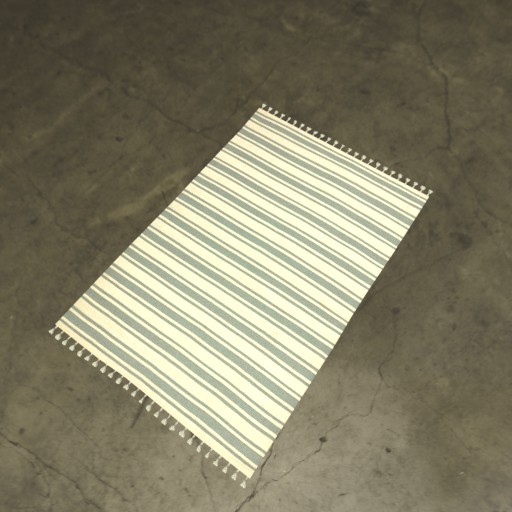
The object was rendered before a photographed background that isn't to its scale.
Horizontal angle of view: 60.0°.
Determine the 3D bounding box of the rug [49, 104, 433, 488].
[{"bbox_3d":[0.000,0.000,3.058,1.539,0.011,2.410,32,68,15],"label":"rug"}]
